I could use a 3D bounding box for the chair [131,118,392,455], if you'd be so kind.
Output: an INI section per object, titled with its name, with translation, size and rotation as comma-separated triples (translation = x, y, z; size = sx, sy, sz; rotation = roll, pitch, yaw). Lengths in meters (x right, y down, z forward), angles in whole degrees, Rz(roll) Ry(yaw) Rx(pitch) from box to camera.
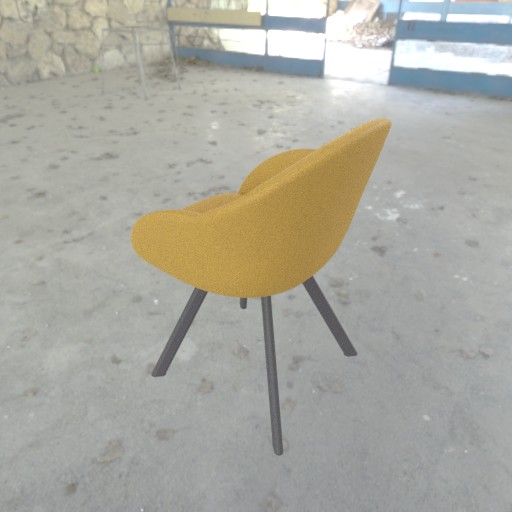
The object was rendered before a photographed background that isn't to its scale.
[chair]
translation = 0.000, 0.000, 1.209
size = 0.583, 0.793, 0.551
rotation = 20, 36, 30
